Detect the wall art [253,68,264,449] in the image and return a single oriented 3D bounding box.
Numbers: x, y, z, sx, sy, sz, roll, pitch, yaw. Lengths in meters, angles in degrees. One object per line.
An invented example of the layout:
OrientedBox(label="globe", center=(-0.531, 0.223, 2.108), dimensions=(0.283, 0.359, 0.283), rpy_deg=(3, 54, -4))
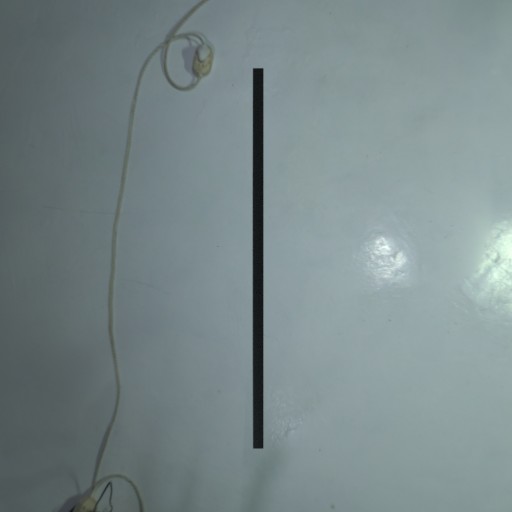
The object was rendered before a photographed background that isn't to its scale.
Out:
OrientedBox(label="wall art", center=(0.000, 0.000, 0.861), dimensions=(0.013, 0.657, 0.457), rpy_deg=(0, 91, 0))
